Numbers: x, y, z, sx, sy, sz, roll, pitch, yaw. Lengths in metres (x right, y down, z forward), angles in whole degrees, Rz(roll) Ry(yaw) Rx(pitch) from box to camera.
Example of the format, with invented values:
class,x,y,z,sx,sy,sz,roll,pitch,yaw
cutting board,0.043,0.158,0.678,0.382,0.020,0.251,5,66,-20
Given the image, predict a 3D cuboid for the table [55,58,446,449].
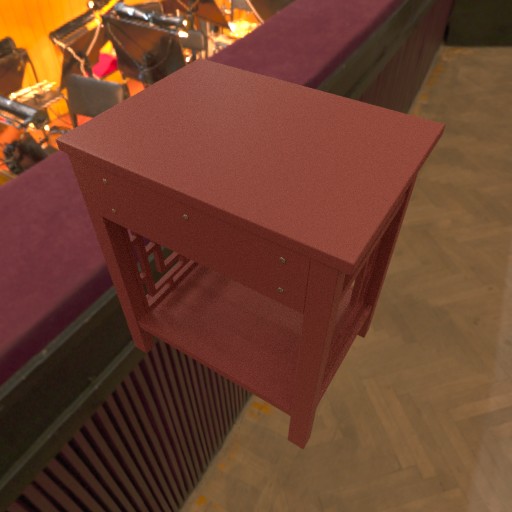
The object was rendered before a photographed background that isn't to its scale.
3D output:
class,x,y,z,sx,sy,sz,roll,pitch,yaw
table,0.000,0.000,1.090,0.599,0.686,0.451,24,51,22
